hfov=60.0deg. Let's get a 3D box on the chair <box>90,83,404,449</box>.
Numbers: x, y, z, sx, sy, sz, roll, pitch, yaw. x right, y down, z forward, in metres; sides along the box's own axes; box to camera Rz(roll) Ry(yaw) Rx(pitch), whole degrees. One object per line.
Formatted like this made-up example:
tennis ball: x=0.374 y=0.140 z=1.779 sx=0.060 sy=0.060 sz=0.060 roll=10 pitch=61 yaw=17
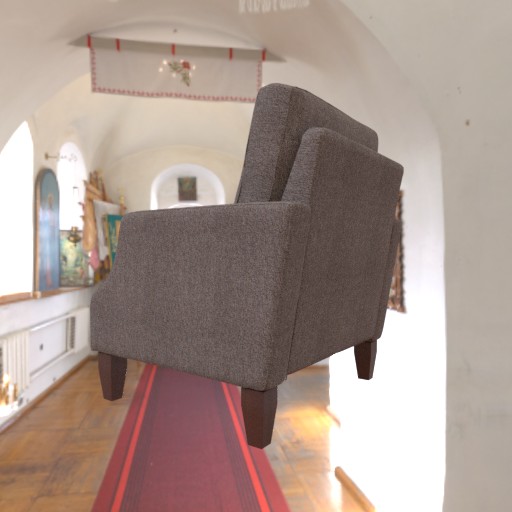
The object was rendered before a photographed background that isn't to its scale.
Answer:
chair: x=0.000 y=0.000 z=1.641 sx=0.897 sy=0.993 sz=0.855 roll=1 pitch=1 yaw=36
